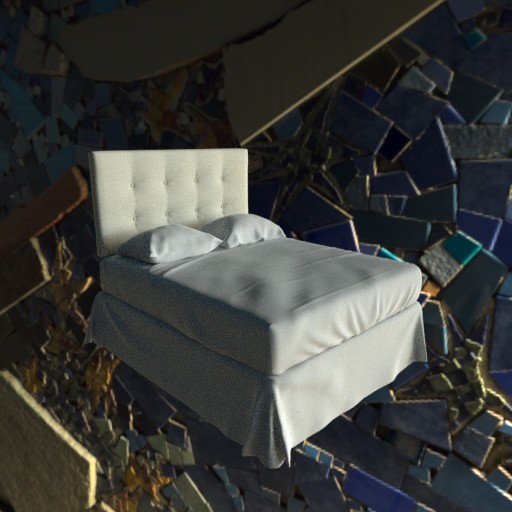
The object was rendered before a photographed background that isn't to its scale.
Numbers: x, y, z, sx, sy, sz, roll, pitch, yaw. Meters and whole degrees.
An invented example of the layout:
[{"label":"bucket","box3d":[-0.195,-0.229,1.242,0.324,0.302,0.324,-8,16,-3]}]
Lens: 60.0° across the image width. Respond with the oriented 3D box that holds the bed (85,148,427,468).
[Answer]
[{"label":"bed","box3d":[0.000,0.000,3.441,1.936,1.577,2.222,-14,20,-42]}]
